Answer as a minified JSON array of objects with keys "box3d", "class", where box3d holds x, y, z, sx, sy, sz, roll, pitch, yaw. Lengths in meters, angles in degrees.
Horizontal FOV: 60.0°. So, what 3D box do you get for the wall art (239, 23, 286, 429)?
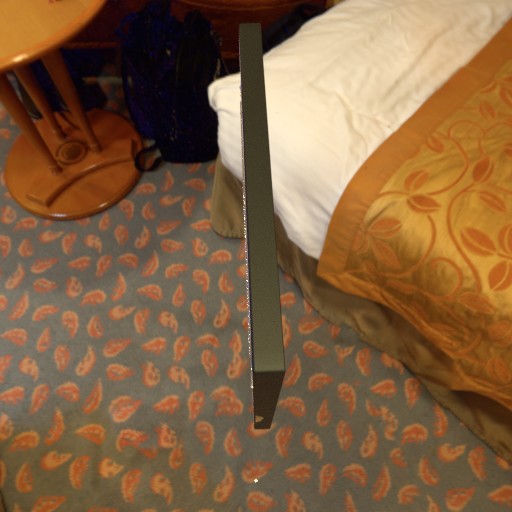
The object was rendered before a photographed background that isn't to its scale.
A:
[{"box3d":[0.000,0.000,0.911,0.043,0.611,0.610,-2,63,-1],"class":"wall art"}]
